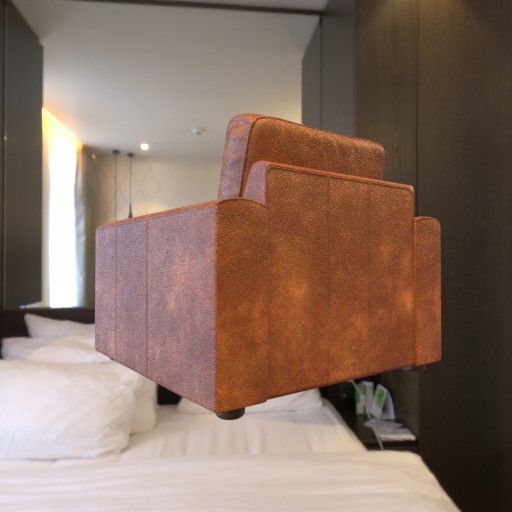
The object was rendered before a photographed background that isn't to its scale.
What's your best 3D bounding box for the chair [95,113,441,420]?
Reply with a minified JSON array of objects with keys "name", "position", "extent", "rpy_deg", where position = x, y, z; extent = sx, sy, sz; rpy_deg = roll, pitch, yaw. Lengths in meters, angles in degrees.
[{"name":"chair","position":[0.000,0.000,1.785],"extent":[1.005,0.873,1.016],"rpy_deg":[1,-1,-36]}]
